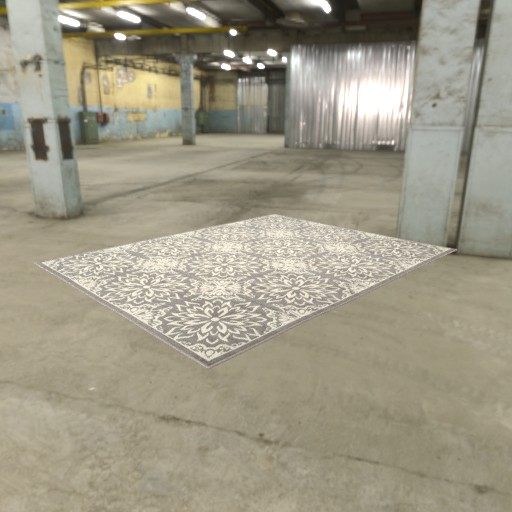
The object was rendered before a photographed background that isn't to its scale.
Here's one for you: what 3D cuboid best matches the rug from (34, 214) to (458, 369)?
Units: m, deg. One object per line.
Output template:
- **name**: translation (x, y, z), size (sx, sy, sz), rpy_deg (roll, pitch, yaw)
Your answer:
- **rug**: translation (0.000, 0.000, 3.956), size (2.980, 0.012, 2.363), rpy_deg (-16, 23, -42)
